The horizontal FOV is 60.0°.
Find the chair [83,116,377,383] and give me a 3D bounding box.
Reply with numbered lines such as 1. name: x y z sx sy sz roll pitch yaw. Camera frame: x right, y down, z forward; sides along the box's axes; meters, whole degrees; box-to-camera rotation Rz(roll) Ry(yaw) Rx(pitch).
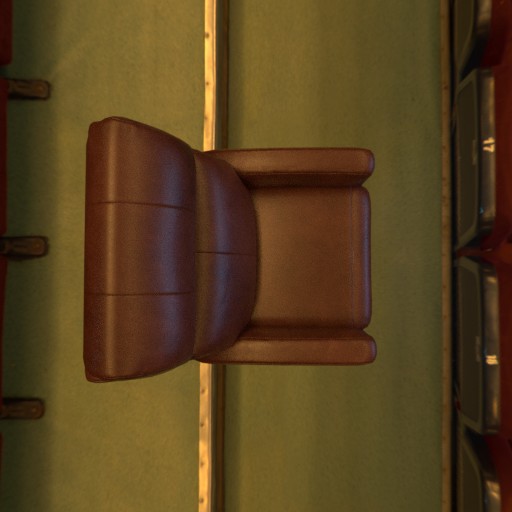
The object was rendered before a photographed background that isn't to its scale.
1. chair: 0.000 0.000 1.615 0.939 1.016 0.787 0 88 0
